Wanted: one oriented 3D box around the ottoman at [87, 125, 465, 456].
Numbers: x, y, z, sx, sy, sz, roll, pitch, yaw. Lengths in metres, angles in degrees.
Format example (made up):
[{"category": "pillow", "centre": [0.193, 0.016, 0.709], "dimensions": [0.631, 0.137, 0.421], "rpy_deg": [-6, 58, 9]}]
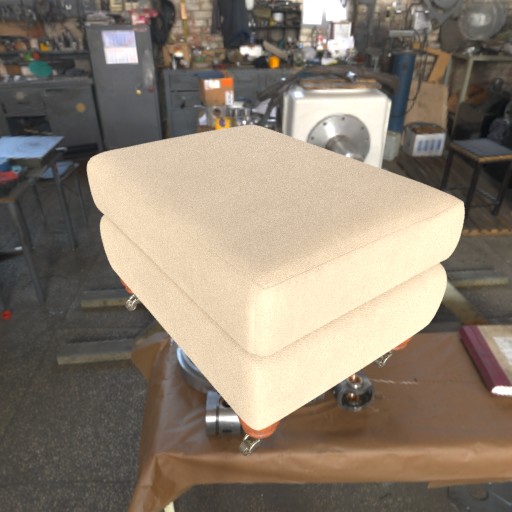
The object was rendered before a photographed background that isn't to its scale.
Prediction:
[{"category": "ottoman", "centre": [0.000, 0.000, 1.133], "dimensions": [0.569, 0.504, 0.773], "rpy_deg": [-21, 37, -31]}]
